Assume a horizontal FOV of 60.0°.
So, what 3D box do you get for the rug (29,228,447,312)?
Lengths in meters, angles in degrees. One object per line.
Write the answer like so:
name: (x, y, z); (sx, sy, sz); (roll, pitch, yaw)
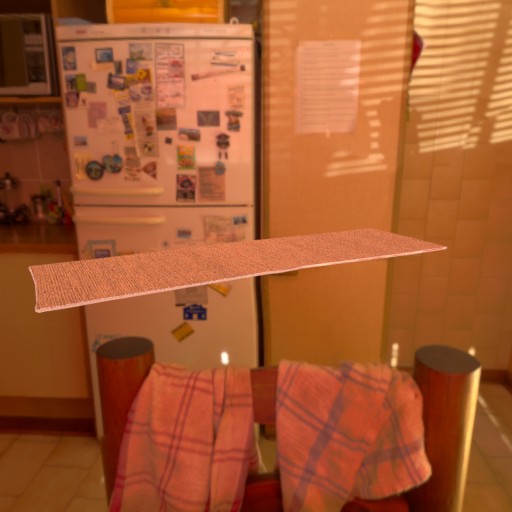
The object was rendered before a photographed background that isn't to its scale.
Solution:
rug: (0.000, 0.000, 2.534); (2.320, 0.032, 0.692); (-7, 16, -26)
